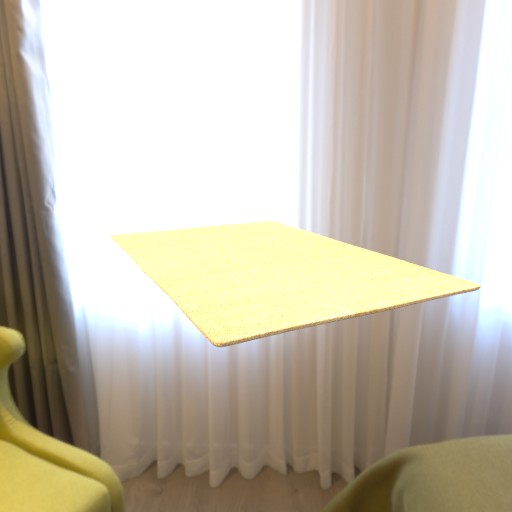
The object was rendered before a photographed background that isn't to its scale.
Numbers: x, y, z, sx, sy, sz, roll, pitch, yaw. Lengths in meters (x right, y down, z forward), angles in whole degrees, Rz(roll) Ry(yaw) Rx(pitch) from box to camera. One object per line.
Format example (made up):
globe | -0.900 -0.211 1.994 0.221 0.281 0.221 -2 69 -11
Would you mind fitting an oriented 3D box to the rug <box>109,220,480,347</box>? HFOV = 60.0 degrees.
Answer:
rug | 0.000 0.000 3.508 1.798 0.025 2.698 -7 16 -26
